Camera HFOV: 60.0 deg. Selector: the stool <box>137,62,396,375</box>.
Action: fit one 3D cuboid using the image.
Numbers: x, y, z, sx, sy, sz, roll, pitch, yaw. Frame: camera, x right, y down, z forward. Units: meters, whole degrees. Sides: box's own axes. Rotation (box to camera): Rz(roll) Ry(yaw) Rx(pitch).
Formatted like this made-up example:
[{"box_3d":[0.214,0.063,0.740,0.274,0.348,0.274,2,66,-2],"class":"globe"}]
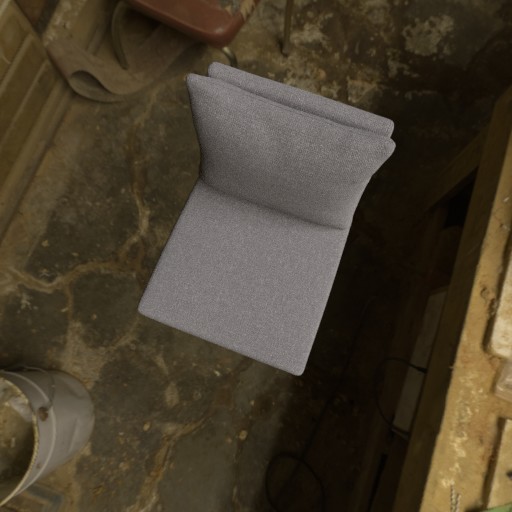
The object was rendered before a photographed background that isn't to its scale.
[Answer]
[{"box_3d":[0.000,0.000,1.328,0.463,1.031,0.569,20,77,5],"class":"stool"}]
